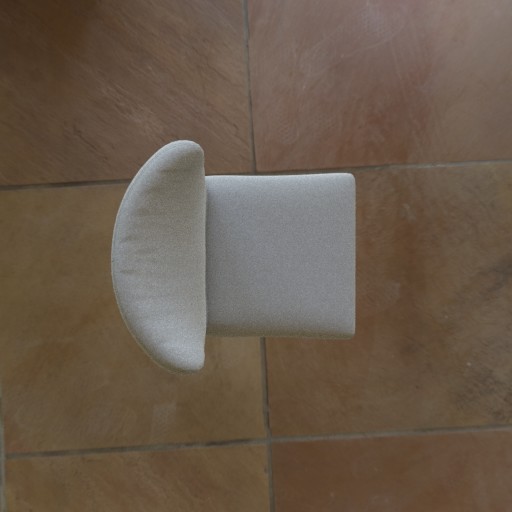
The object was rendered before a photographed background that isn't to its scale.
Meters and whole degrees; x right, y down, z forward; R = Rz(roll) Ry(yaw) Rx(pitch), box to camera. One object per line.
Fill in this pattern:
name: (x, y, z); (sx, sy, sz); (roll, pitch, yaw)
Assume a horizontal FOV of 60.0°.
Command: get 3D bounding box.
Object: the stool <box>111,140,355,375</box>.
stool: (0.000, 0.000, 1.379); (0.568, 1.069, 0.479); (0, 91, 0)
